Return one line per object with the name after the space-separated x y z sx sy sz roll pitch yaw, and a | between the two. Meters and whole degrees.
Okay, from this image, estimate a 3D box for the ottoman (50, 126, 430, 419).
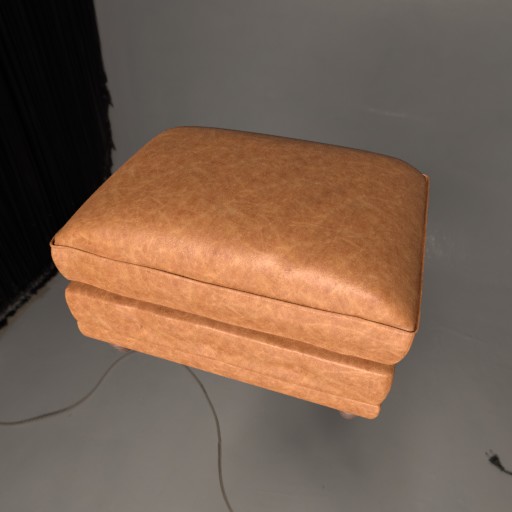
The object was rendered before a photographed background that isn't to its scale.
0.000 0.000 1.063 0.710 0.480 0.533 12 44 13 | ottoman
